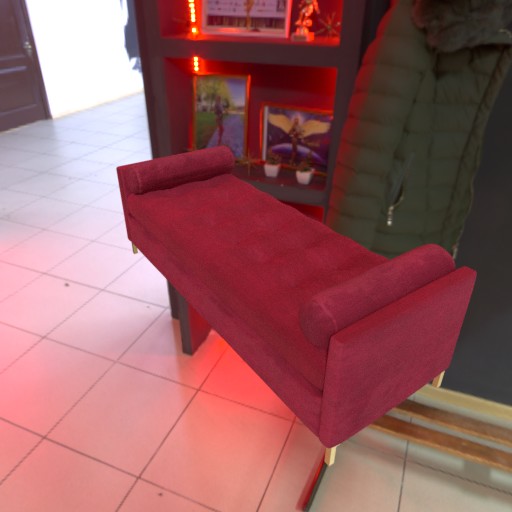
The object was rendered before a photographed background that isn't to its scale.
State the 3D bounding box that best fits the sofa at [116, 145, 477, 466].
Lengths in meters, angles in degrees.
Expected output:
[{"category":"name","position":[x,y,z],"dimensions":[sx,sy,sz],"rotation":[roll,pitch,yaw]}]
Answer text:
[{"category":"sofa","position":[0.000,0.000,2.495],"dimensions":[0.796,0.705,2.102],"rotation":[-20,36,-30]}]
